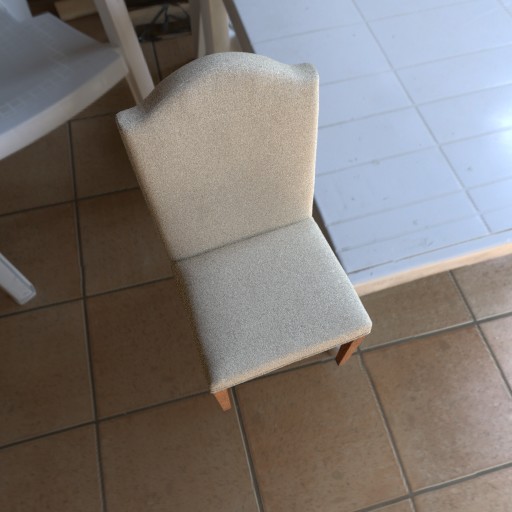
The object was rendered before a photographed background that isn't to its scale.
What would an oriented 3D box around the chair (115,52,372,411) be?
[{"bbox_3d":[0.000,0.000,1.382,0.534,1.012,0.648,-19,64,-9],"label":"chair"}]
